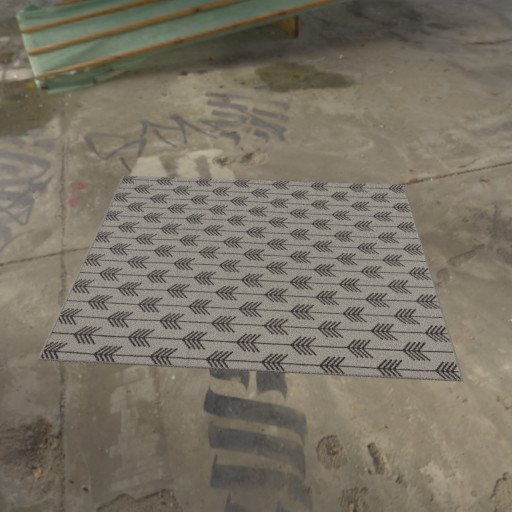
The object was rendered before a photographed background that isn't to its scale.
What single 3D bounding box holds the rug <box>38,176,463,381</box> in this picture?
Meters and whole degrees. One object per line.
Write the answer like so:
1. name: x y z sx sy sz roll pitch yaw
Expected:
1. rug: 0.000 0.000 3.995 3.061 0.010 2.330 2 45 2
